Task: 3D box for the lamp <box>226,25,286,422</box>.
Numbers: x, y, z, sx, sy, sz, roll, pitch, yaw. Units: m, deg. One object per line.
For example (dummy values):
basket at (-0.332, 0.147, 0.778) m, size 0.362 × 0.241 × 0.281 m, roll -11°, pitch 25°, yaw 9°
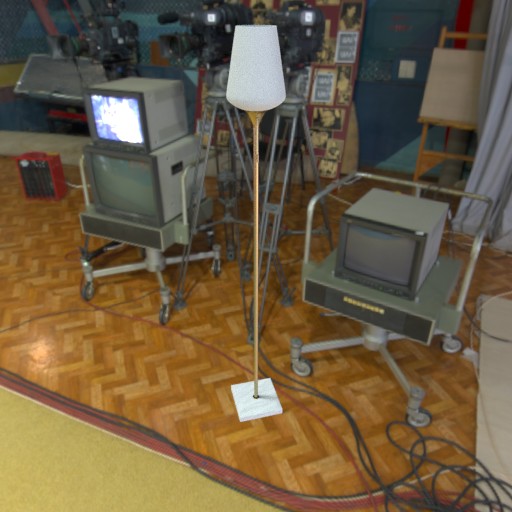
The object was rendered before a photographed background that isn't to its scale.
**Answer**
lamp at (0.000, 0.000, 1.967) m, size 0.229 × 1.813 × 0.232 m, roll -7°, pitch 30°, yaw -13°
